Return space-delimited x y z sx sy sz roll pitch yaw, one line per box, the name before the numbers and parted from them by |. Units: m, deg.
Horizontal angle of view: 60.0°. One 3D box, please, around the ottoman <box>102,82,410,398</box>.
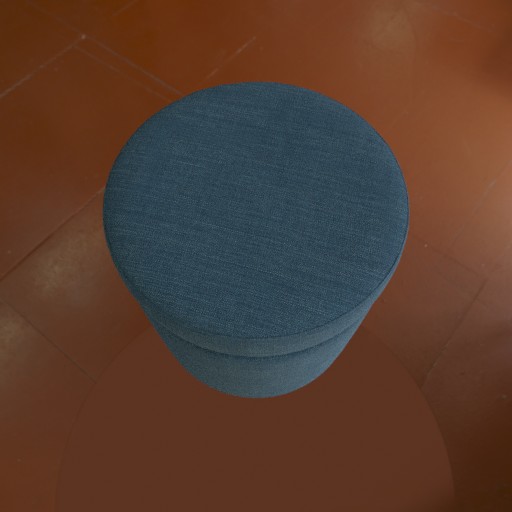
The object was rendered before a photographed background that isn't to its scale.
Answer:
ottoman | 0.000 0.000 0.734 0.398 0.406 0.398 0 64 0
